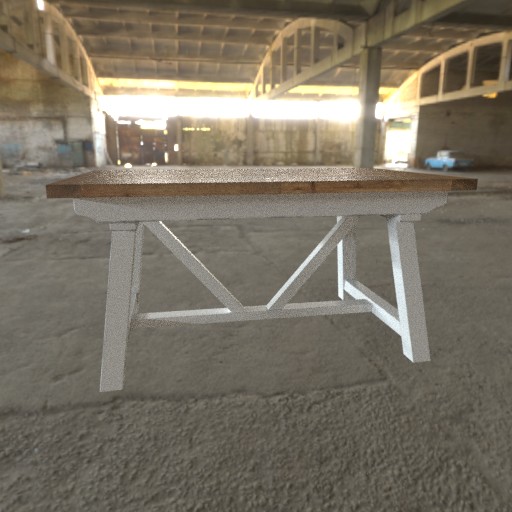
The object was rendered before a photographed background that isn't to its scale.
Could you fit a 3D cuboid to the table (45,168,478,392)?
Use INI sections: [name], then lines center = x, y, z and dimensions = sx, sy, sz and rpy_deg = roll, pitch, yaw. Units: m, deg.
[table]
center = 0.000, 0.000, 2.038
dimensions = 1.503, 0.743, 0.922
rpy_deg = -3, 14, -10
